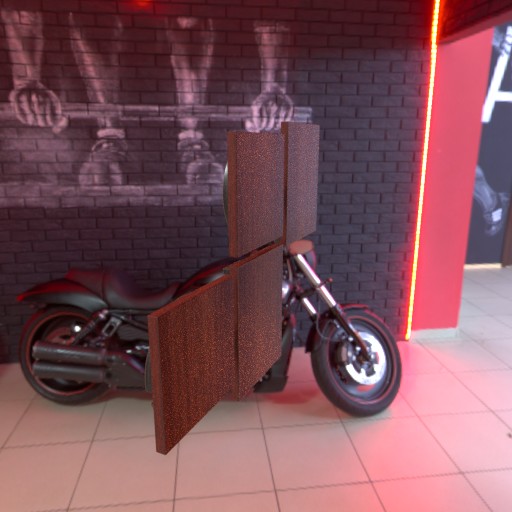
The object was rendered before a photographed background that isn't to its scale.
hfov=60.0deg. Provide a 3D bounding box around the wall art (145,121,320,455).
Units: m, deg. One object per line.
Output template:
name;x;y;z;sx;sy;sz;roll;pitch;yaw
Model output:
wall art;0.000;0.000;0.839;0.030;0.497;0.635;7;16;25
